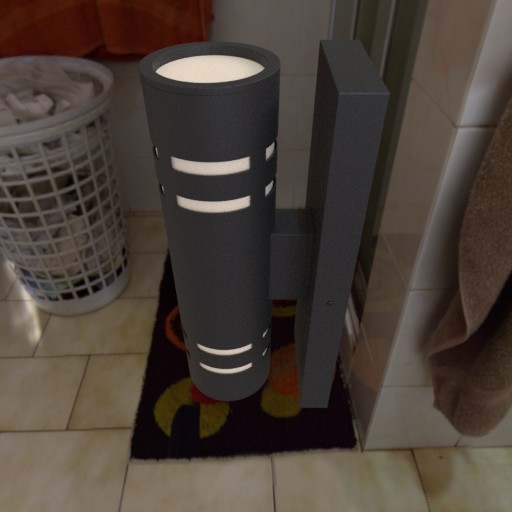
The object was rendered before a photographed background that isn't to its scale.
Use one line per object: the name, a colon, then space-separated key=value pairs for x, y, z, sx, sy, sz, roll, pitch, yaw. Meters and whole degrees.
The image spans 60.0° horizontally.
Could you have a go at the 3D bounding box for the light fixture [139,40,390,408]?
light fixture: x=0.000 y=0.000 z=0.393 sx=0.149 sy=0.330 sz=0.105 roll=0 pitch=41 yaw=0
